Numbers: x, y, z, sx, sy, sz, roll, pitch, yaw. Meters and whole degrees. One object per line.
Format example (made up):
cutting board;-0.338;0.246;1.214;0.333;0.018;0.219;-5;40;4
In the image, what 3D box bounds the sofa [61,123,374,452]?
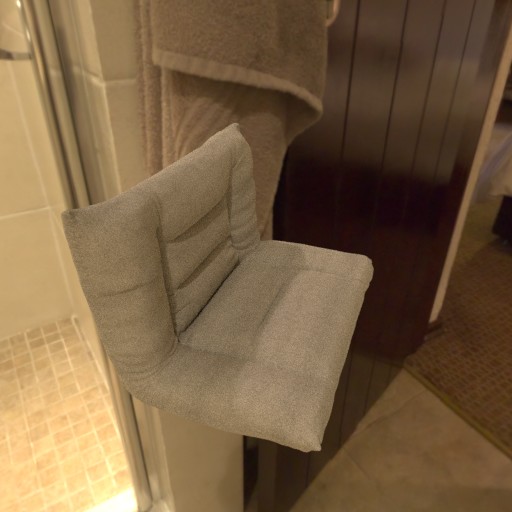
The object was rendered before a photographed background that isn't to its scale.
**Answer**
sofa;0.000;0.000;1.747;0.847;0.795;1.144;11;33;18
